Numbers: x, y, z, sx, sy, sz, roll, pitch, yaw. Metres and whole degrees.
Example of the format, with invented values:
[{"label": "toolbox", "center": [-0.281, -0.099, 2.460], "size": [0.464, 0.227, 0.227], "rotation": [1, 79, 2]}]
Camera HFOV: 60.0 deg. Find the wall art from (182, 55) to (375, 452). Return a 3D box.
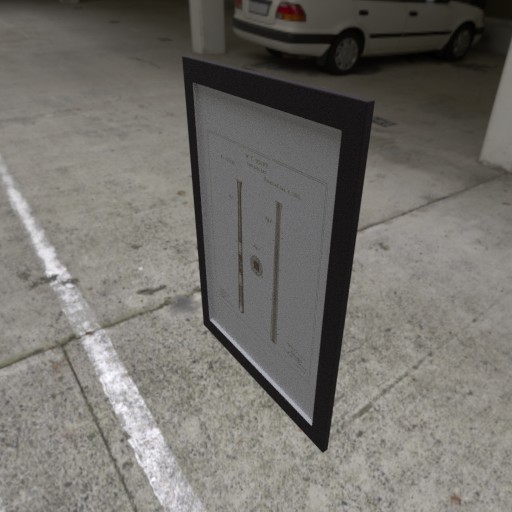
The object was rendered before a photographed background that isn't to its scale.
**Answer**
[{"label": "wall art", "center": [0.000, 0.000, 0.683], "size": [0.012, 0.529, 0.374], "rotation": [-20, 37, -30]}]
